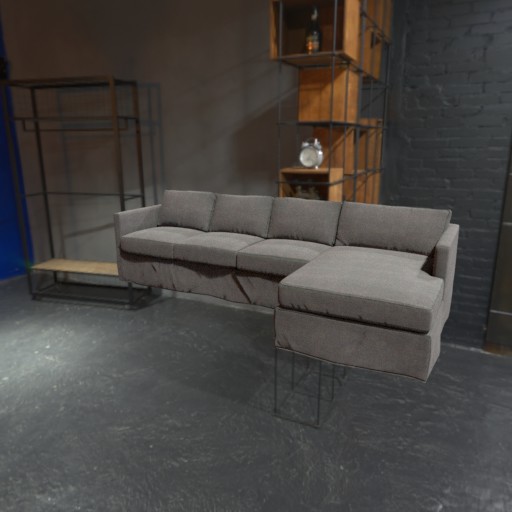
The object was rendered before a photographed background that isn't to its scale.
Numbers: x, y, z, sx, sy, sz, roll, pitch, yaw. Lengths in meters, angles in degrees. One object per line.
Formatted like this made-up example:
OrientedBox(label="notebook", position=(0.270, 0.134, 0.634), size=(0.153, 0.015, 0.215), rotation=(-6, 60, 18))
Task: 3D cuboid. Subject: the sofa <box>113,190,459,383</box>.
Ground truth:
OrientedBox(label="sofa", position=(0.000, 0.000, 3.934), size=(3.205, 0.922, 1.650), rotation=(8, 16, 27))
